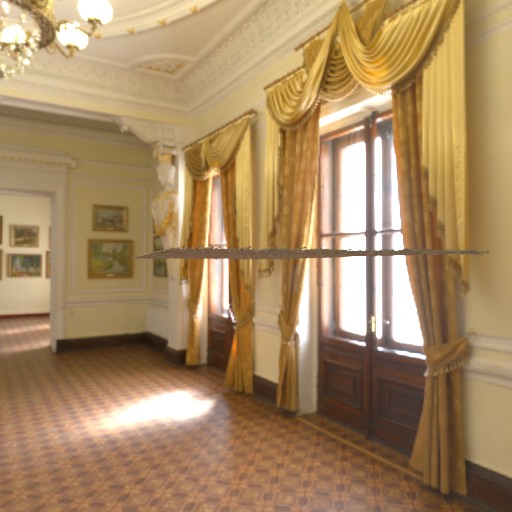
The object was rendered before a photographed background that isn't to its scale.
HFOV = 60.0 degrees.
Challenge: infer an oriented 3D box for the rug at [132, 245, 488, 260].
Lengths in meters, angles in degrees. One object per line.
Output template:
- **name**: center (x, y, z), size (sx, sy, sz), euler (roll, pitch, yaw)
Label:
- **rug**: center (0.000, 0.000, 3.001), size (1.495, 0.035, 2.472), euler (0, -1, -19)
